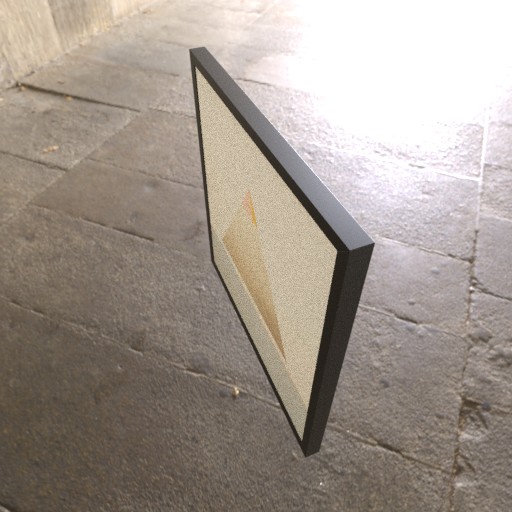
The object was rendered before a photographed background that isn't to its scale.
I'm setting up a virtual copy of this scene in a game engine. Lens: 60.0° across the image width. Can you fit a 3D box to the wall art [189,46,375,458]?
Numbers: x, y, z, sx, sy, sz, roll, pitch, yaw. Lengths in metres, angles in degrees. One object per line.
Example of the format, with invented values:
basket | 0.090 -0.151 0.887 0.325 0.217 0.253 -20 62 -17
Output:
wall art | 0.000 0.000 1.136 0.042 0.766 0.769 -17 48 -16
